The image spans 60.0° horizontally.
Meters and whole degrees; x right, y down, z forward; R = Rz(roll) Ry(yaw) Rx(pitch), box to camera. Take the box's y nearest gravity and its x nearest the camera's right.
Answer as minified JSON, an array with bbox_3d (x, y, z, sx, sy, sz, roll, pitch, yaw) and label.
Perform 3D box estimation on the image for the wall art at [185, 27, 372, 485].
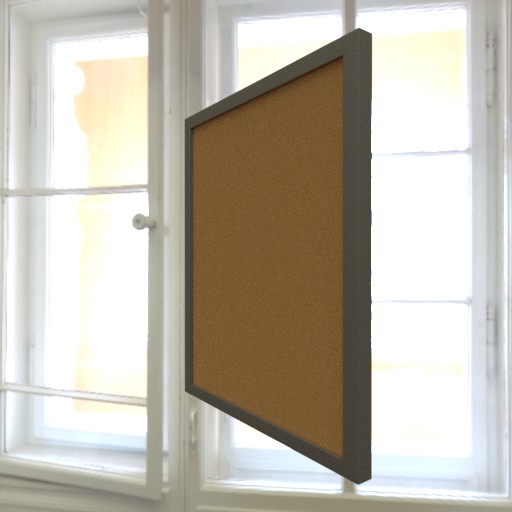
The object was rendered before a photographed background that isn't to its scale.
[{"bbox_3d":[0.000,0.000,0.732,0.029,0.558,0.458,0,0,-36],"label":"wall art"}]
